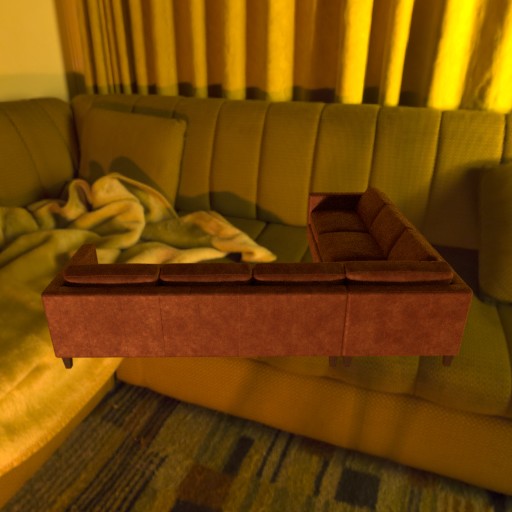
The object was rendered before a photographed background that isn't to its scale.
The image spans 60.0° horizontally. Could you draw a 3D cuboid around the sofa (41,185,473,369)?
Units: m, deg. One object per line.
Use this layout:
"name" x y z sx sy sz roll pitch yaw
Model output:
"sofa" 0.000 0.000 4.421 3.150 0.838 2.438 0 25 -1
